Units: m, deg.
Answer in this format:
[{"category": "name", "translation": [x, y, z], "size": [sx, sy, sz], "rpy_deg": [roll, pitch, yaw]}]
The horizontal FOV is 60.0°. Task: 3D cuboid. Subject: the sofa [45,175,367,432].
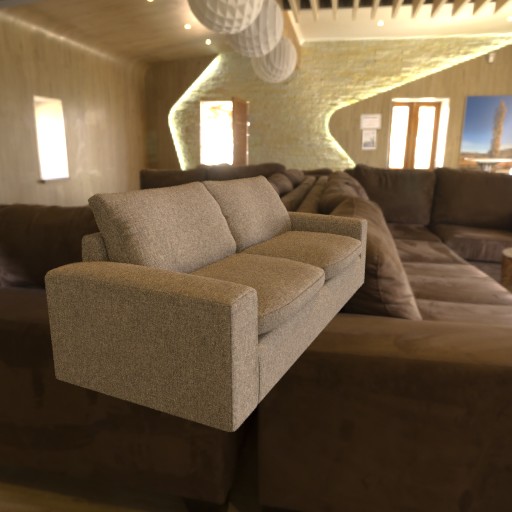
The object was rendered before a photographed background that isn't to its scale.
[{"category": "sofa", "translation": [0.000, 0.000, 2.826], "size": [1.040, 0.922, 2.299], "rpy_deg": [6, 15, 25]}]
